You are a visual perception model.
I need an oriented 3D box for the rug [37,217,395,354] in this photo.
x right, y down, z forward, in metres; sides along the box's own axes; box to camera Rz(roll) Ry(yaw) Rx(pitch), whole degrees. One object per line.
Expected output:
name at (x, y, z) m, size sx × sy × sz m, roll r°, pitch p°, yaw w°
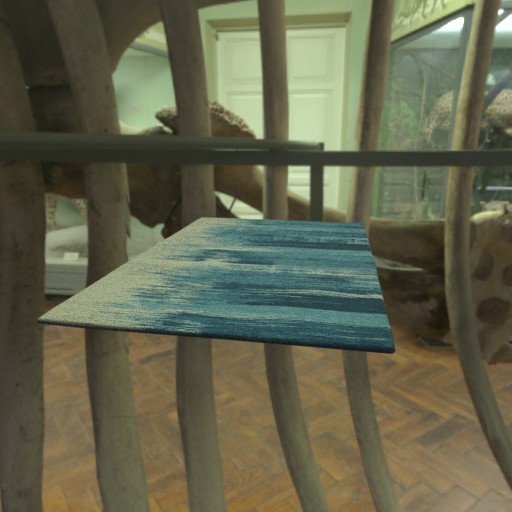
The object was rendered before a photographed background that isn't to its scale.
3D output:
rug at (0.000, 0.000, 2.954) m, size 1.540 × 0.027 × 2.450 m, roll 3°, pitch 16°, yaw 10°
